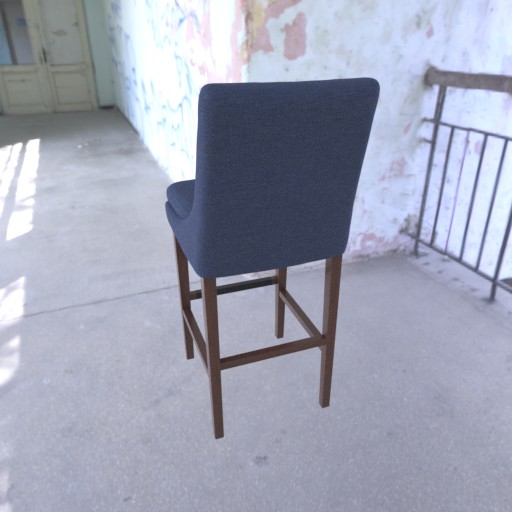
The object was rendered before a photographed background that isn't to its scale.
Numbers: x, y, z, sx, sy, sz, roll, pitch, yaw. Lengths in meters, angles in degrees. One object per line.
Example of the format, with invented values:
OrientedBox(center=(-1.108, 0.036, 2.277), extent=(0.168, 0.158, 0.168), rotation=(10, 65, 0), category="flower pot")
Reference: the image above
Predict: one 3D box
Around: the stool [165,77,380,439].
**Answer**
OrientedBox(center=(0.000, 0.000, 1.396), extent=(0.470, 1.078, 0.577), rotation=(-9, 29, -18), category="stool")
